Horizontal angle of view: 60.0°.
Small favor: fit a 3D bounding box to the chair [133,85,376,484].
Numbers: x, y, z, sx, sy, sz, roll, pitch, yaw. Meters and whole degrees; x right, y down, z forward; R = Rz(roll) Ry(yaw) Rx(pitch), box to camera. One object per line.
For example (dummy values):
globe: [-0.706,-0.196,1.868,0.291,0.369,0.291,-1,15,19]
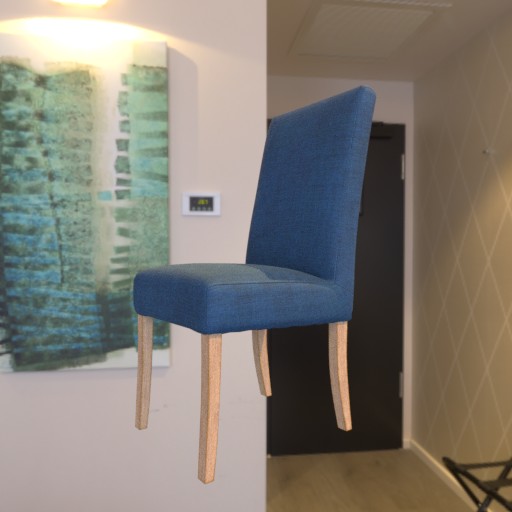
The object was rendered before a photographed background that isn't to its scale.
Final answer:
chair: [0.000,0.000,1.345,0.610,1.029,0.450,-1,2,-37]
